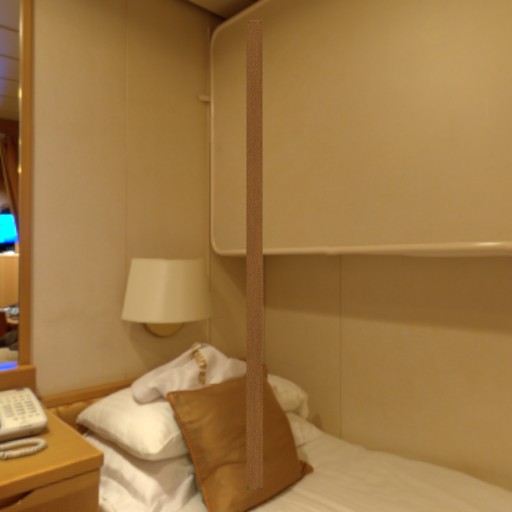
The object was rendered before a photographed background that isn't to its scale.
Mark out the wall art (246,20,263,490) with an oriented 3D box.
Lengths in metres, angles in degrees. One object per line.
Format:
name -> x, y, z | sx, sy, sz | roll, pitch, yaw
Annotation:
wall art -> 0.000, 0.000, 0.759 | 0.020, 0.561, 0.460 | 0, -1, 0
